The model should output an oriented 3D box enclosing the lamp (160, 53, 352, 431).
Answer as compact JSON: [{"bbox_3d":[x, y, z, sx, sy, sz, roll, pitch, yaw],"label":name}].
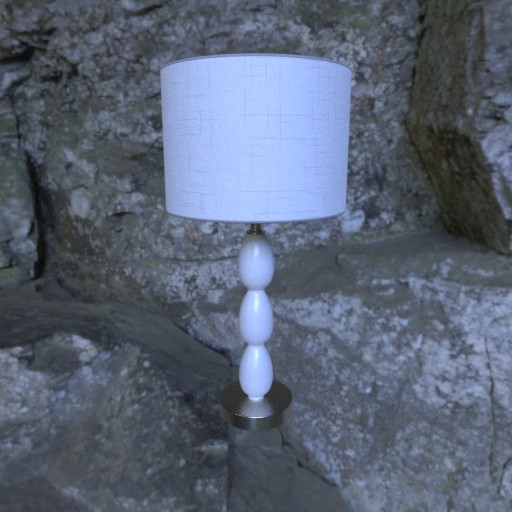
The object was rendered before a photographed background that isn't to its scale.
[{"bbox_3d":[0.000,0.000,0.724,0.280,0.559,0.282,7,15,26],"label":"lamp"}]
